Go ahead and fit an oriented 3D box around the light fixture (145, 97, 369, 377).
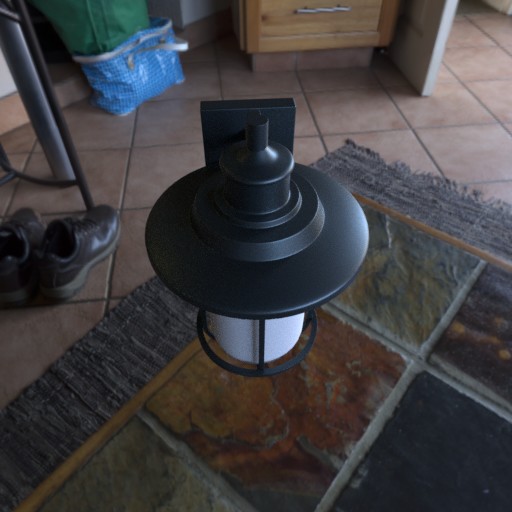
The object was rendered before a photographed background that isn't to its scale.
[{"bbox_3d":[0.000,0.000,0.496,0.222,0.345,0.252,-3,46,-3],"label":"light fixture"}]
